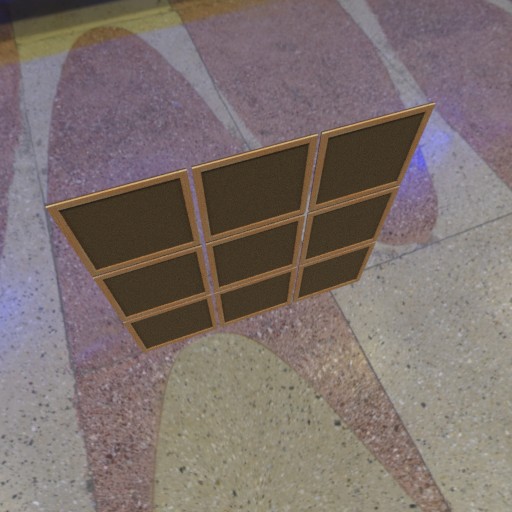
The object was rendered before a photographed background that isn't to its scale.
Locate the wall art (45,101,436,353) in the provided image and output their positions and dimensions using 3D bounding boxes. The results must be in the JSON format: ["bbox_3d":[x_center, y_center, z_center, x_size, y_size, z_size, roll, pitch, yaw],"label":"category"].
[{"bbox_3d":[0.000,0.000,2.292,1.520,1.525,0.013,-17,61,-10],"label":"wall art"}]
